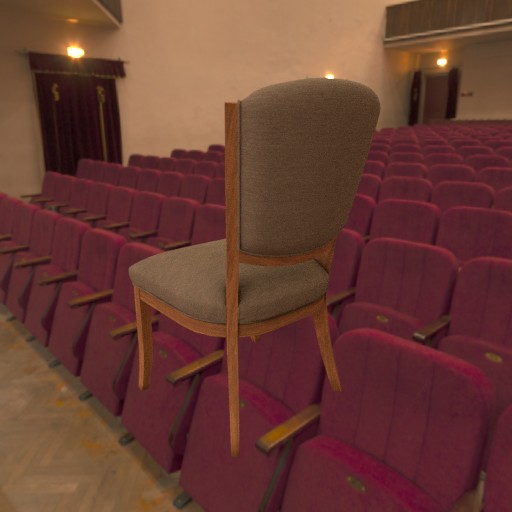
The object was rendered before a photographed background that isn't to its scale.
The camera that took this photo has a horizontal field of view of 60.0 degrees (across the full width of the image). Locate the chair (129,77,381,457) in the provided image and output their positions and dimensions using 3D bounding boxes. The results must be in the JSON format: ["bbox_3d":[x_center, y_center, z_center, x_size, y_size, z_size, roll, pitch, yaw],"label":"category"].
[{"bbox_3d":[0.000,0.000,1.260,0.513,0.905,0.584,-14,22,-40],"label":"chair"}]
